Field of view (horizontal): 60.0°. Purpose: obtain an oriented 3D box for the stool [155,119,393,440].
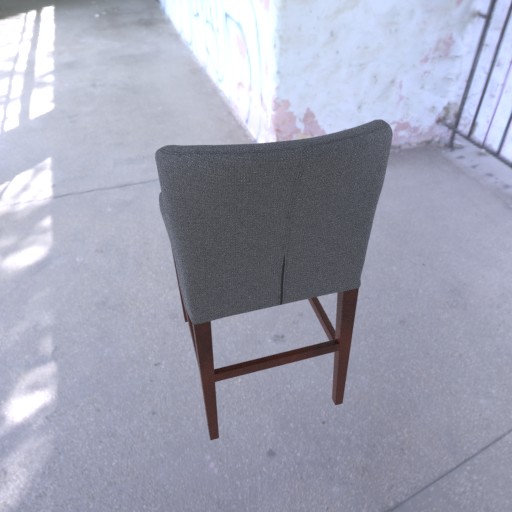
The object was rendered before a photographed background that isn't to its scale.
[{"bbox_3d":[0.000,0.000,1.268,0.479,0.968,0.568,-11,43,-12],"label":"stool"}]
